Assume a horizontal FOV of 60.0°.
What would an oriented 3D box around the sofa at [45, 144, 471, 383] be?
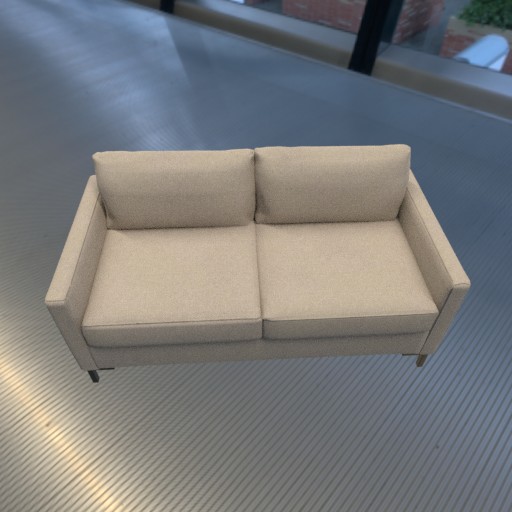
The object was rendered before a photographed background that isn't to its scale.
[{"bbox_3d":[0.000,0.000,2.133,1.682,0.840,0.875,-2,45,-2],"label":"sofa"}]
